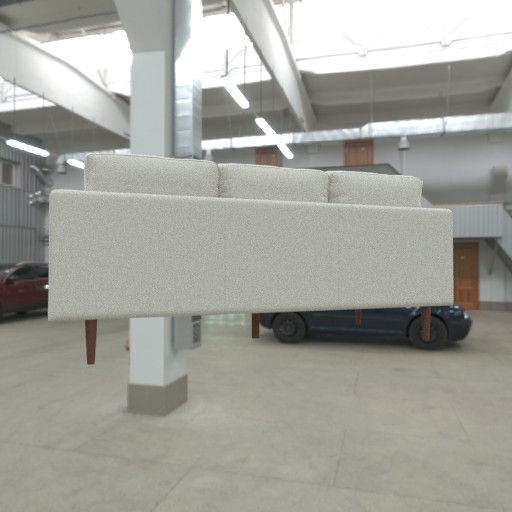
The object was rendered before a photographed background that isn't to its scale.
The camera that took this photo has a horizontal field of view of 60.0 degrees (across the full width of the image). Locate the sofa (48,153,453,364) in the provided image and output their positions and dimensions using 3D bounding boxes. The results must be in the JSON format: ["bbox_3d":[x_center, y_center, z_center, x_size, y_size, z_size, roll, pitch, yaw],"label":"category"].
[{"bbox_3d":[0.000,0.000,2.461,2.029,0.912,0.802,0,-1,-19],"label":"sofa"}]
